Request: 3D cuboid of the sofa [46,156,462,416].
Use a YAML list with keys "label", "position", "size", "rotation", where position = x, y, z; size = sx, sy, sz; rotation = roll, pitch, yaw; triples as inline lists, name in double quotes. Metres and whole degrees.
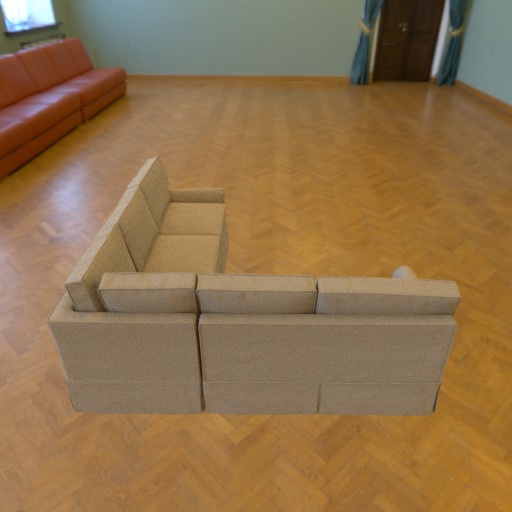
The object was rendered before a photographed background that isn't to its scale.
- label: "sofa"
  position: [0.000, 0.000, 4.173]
  size: [2.730, 1.124, 2.733]
  rotation: [0, 31, 0]
